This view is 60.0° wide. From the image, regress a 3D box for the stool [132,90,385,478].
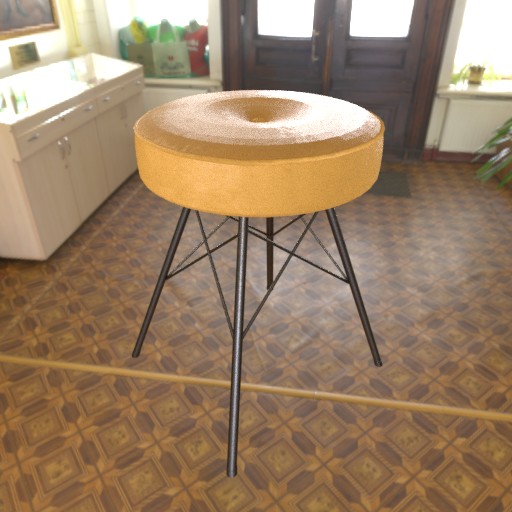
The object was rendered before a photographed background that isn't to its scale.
[{"bbox_3d":[0.000,0.000,0.919,0.472,0.595,0.438,-22,38,-31],"label":"stool"}]
